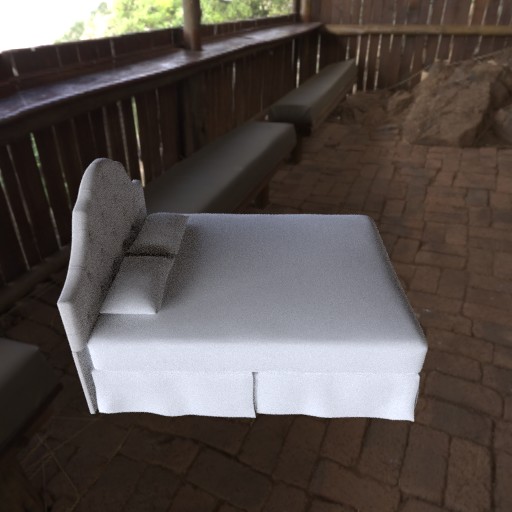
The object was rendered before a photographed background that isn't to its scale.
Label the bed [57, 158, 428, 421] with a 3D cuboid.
[{"bbox_3d":[0.000,0.000,3.728,2.477,1.617,2.039,0,33,1],"label":"bed"}]
